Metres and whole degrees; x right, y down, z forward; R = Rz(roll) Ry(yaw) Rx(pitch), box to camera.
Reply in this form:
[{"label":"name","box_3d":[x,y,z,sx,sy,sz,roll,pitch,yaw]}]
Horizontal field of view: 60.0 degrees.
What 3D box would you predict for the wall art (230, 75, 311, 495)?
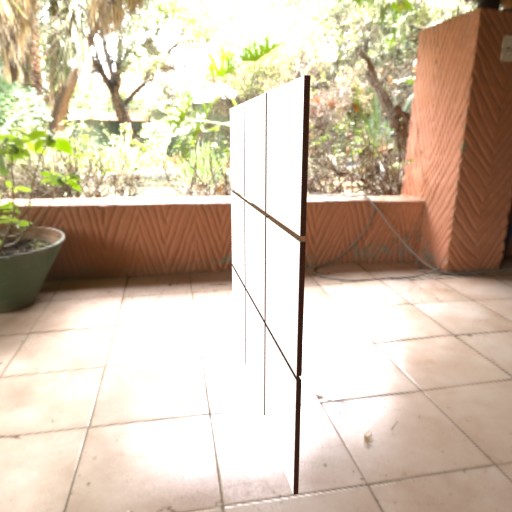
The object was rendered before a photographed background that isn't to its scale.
[{"label":"wall art","box_3d":[0.000,0.000,1.846,0.017,1.246,1.256,-3,15,-11]}]
